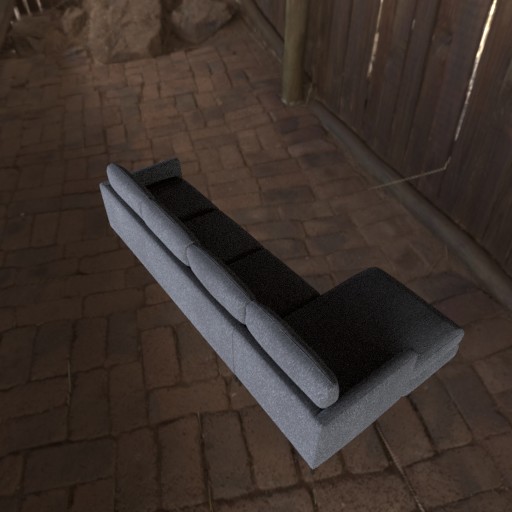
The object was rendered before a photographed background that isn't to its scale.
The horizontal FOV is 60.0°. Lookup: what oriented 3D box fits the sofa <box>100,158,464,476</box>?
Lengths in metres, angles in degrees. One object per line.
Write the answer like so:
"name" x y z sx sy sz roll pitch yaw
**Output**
"sofa" 0.000 0.000 3.522 1.350 0.810 2.932 -27 48 -27
